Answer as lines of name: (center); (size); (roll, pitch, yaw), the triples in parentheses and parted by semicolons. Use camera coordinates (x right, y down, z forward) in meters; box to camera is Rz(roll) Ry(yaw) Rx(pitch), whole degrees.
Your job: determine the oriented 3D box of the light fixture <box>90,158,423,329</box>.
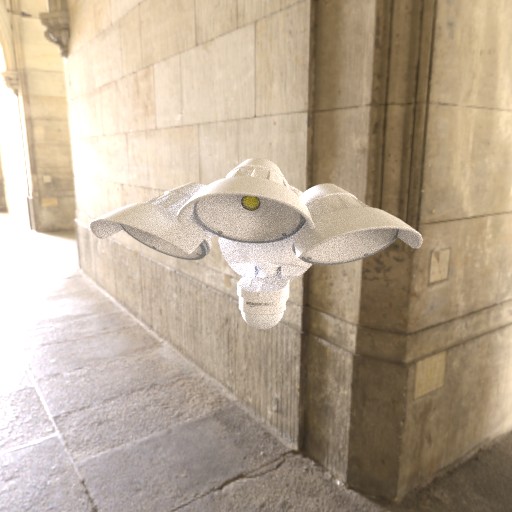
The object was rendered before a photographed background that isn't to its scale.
light fixture: (0.000, 0.000, 0.549); (0.369, 0.237, 0.278); (2, 13, 9)
